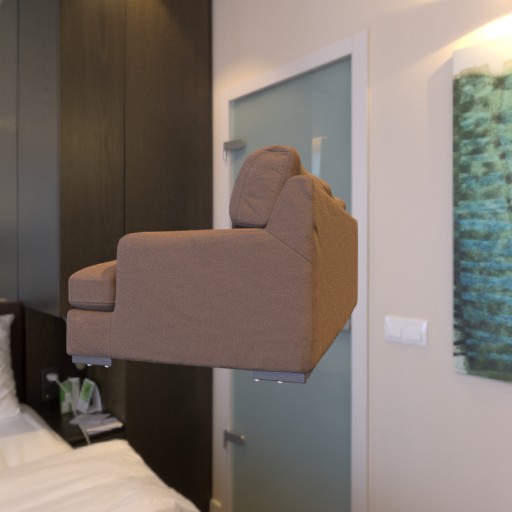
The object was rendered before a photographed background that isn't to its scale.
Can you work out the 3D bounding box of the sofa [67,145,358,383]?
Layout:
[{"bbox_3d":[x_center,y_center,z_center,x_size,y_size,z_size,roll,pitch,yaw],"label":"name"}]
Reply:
[{"bbox_3d":[0.000,0.000,2.870,1.140,0.950,2.274,0,1,17],"label":"sofa"}]
